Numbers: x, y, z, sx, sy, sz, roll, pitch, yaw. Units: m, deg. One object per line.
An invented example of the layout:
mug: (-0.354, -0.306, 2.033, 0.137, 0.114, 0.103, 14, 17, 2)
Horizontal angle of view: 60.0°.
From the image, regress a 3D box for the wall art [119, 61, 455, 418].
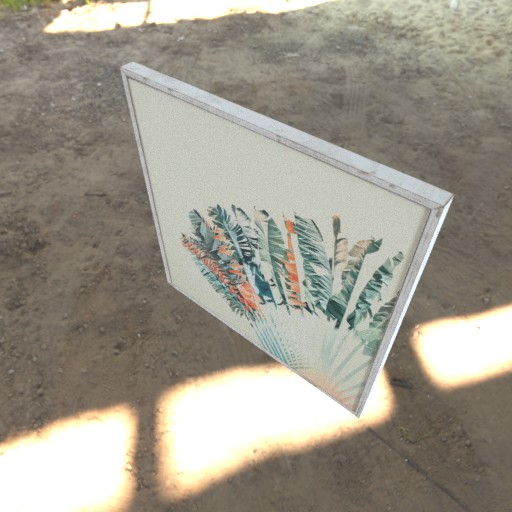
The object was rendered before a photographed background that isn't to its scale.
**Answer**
wall art: (0.000, 0.000, 1.114, 0.760, 0.757, 0.038, 31, 54, 26)
